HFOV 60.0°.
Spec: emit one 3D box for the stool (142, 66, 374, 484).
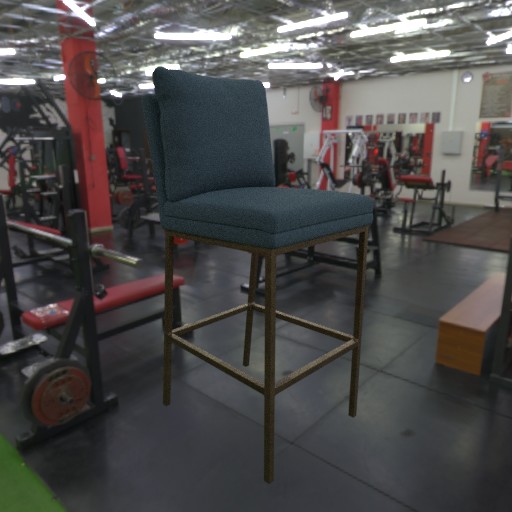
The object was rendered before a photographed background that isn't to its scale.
[{"bbox_3d":[0.000,0.000,1.418,0.568,1.124,0.463,14,20,43],"label":"stool"}]
